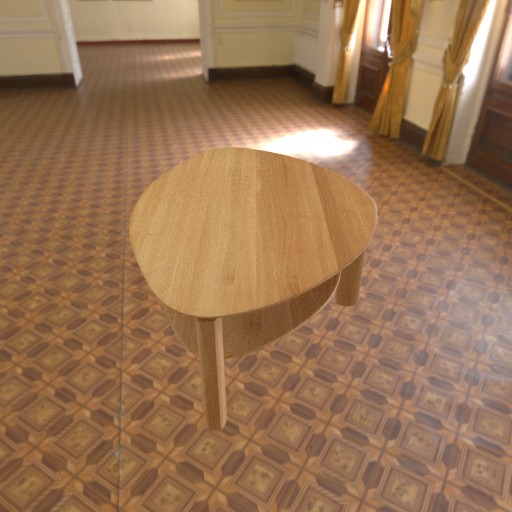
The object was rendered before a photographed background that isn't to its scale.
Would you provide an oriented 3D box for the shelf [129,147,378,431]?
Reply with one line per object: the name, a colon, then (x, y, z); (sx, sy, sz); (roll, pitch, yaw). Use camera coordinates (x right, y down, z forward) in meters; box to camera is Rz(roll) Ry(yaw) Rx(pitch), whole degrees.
shelf: (0.000, 0.000, 1.678); (0.845, 0.440, 1.246); (0, 32, 0)
